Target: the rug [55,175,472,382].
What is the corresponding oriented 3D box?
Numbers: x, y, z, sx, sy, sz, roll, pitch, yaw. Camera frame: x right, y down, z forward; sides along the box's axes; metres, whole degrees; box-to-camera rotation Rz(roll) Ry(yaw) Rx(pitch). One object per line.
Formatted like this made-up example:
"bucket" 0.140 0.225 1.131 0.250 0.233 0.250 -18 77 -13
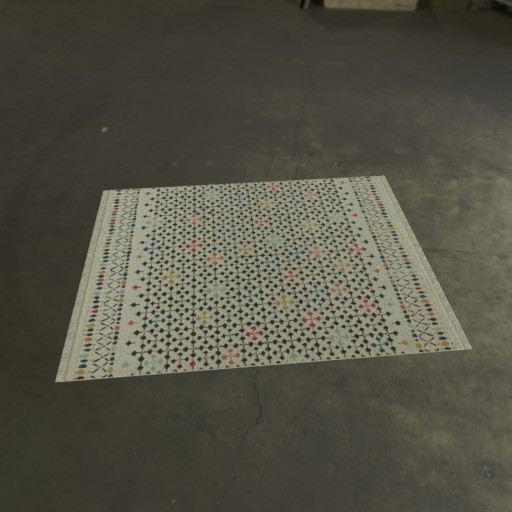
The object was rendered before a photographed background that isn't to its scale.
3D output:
"rug" 0.000 0.000 4.206 3.196 0.007 2.354 -4 45 -4
